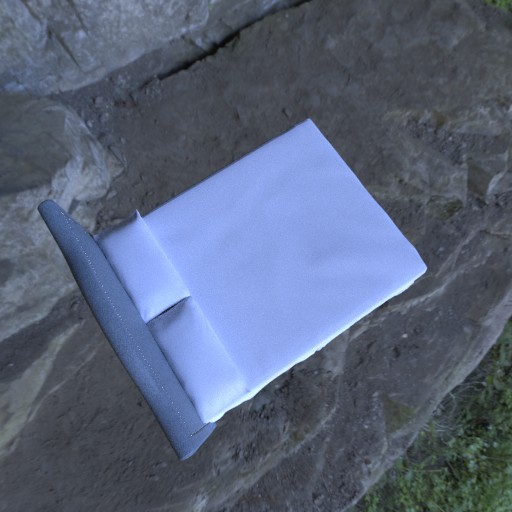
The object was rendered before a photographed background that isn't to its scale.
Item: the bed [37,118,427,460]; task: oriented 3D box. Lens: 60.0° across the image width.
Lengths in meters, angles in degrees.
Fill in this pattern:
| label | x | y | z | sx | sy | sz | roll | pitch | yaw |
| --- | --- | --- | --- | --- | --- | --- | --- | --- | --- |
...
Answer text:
| label | x | y | z | sx | sy | sz | roll | pitch | yaw |
| --- | --- | --- | --- | --- | --- | --- | --- | --- | --- |
| bed | 0.000 | 0.000 | 3.305 | 2.143 | 1.460 | 1.753 | -33 | 77 | -9 |
